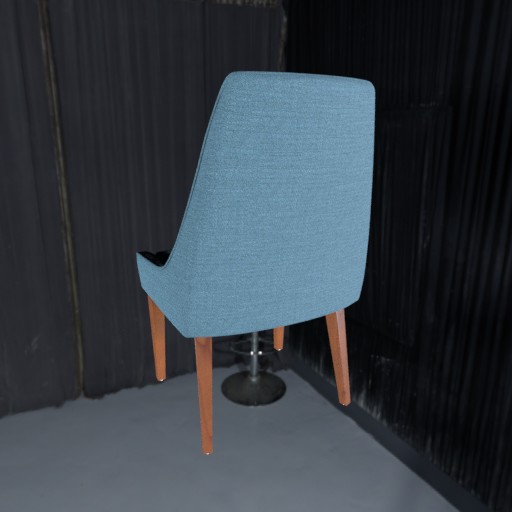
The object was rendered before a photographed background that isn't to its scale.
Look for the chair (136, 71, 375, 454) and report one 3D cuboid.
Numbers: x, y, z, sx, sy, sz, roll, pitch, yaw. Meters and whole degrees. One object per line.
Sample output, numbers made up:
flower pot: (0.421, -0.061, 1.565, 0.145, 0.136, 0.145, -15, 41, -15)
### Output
chair: (0.000, 0.000, 1.199, 0.529, 0.861, 0.544, -8, 17, -27)
